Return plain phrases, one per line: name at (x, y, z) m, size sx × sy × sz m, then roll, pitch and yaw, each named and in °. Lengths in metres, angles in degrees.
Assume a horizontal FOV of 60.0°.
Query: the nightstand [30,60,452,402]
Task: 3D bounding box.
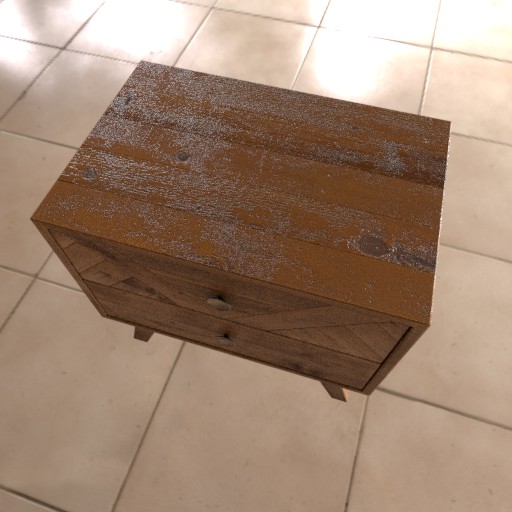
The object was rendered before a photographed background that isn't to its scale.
nightstand at (0.000, 0.000, 1.042) m, size 0.650 × 0.599 × 0.450 m, roll 14°, pitch 60°, yaw 9°
